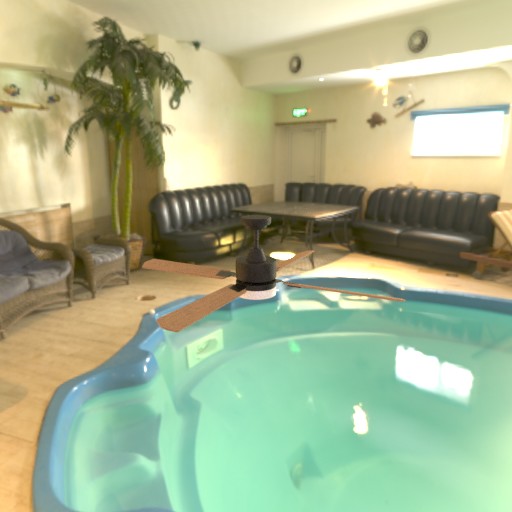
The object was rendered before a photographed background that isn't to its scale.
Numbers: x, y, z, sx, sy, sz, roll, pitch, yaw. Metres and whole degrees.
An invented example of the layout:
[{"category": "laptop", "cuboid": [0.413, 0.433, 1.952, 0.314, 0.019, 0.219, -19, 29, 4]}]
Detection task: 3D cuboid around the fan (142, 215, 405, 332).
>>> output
[{"category": "fan", "cuboid": [0.000, 0.000, 2.010, 1.320, 0.355, 1.320, 7, 15, 27]}]
